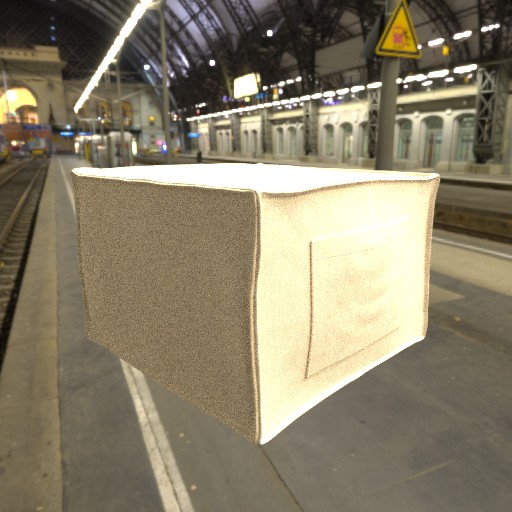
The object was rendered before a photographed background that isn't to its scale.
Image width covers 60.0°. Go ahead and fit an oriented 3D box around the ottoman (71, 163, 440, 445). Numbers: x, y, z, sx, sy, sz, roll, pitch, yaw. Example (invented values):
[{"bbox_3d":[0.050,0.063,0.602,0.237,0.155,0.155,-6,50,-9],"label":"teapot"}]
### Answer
[{"bbox_3d":[0.000,0.000,1.170,0.696,0.470,0.707,14,19,43],"label":"ottoman"}]
